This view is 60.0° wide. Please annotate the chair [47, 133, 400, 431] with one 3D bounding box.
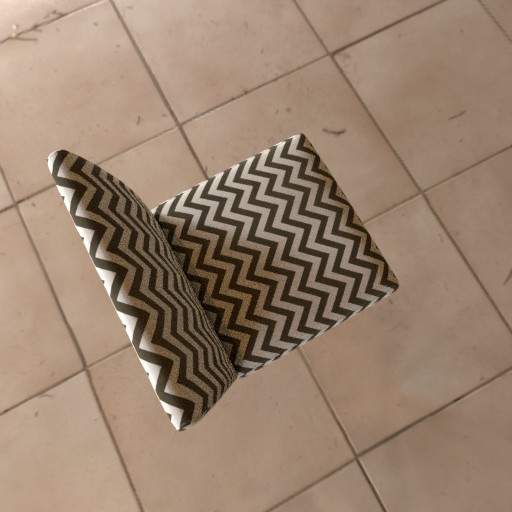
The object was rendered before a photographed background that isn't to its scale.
[{"bbox_3d":[0.000,0.000,1.247,0.648,0.838,0.589,-28,78,-6],"label":"chair"}]
